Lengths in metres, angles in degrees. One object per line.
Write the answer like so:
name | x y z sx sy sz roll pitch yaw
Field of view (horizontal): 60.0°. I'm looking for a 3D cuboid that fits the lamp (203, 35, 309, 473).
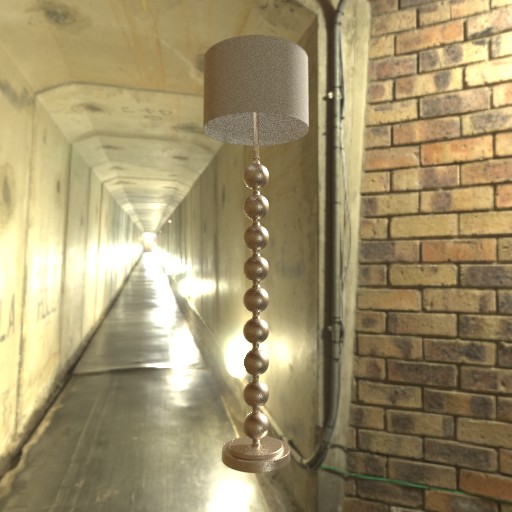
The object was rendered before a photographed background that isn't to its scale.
lamp | 0.000 0.000 1.646 0.394 1.474 0.394 -1 -2 18
